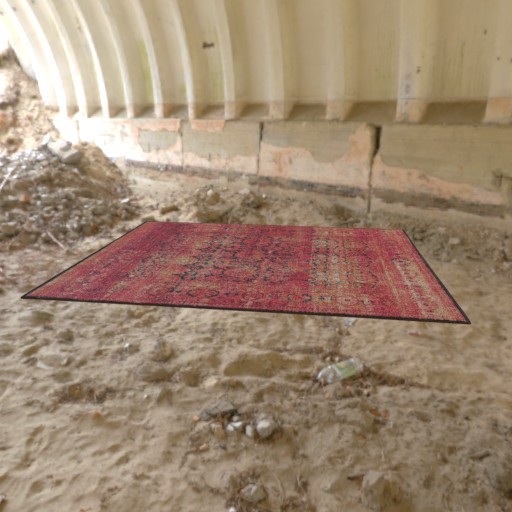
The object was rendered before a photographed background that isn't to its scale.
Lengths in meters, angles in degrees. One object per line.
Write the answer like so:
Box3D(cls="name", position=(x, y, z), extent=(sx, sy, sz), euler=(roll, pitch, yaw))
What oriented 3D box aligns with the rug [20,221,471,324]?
Box3D(cls="rug", position=(0.000, 0.000, 4.061), extent=(3.032, 0.020, 2.411), euler=(2, 18, 7))
